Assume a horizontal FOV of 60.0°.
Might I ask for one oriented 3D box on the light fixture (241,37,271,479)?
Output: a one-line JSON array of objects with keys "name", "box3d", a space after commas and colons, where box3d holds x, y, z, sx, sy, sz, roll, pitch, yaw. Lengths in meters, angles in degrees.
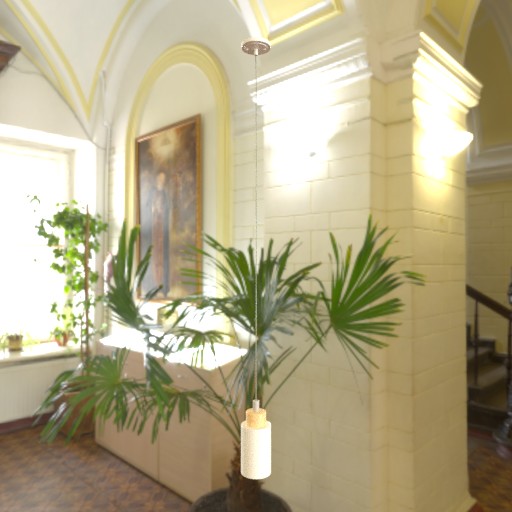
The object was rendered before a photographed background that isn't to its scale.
[{"name": "light fixture", "box3d": [0.000, 0.000, 1.864, 0.125, 1.798, 0.125, 0, -1, 0]}]
